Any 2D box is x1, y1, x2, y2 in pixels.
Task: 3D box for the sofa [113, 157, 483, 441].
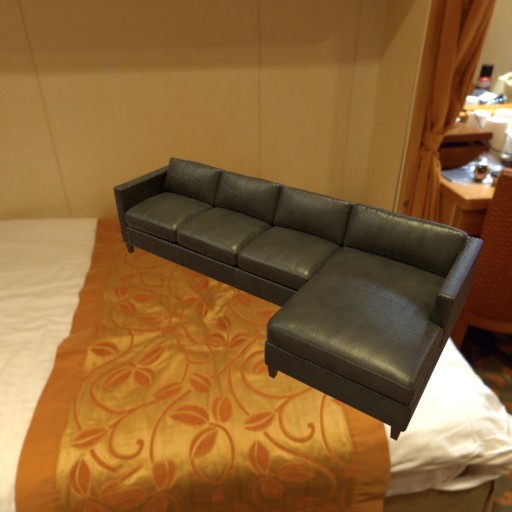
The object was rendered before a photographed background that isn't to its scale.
[{"bbox_3d":[0.000,0.000,3.793,3.203,0.883,1.581,20,37,29],"label":"sofa"}]
